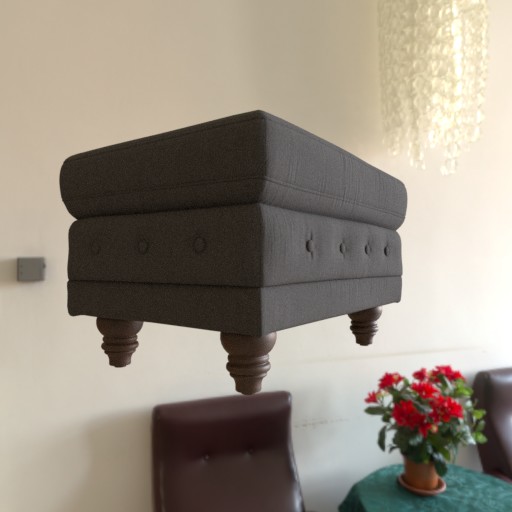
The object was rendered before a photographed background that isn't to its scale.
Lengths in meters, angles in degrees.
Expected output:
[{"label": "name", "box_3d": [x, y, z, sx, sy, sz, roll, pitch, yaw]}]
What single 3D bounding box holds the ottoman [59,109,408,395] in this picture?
[{"label": "ottoman", "box_3d": [0.000, 0.000, 1.128, 0.569, 0.500, 0.771, -1, -1, 35]}]
